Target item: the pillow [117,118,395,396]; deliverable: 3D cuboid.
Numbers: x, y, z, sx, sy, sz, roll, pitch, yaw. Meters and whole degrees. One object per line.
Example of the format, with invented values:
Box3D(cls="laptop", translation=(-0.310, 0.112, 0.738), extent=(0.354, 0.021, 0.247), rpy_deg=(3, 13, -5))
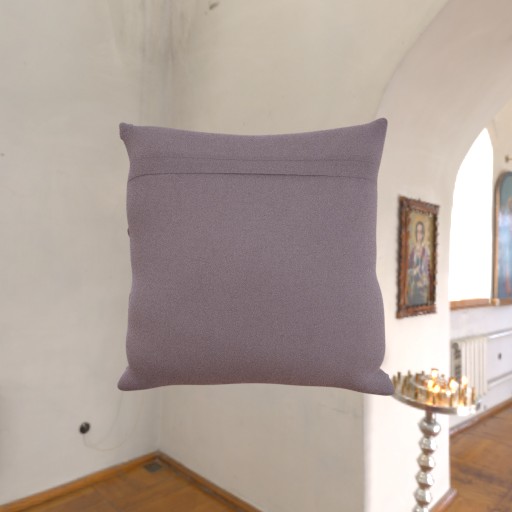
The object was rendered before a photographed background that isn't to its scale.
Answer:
Box3D(cls="pillow", translation=(0.000, 0.000, 0.710), extent=(0.439, 0.440, 0.185), rpy_deg=(0, 0, 0))
